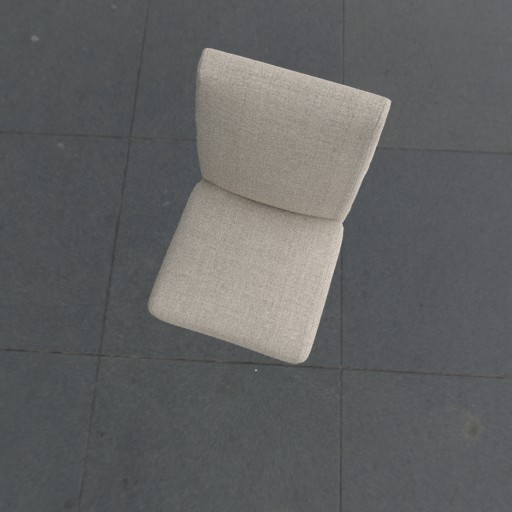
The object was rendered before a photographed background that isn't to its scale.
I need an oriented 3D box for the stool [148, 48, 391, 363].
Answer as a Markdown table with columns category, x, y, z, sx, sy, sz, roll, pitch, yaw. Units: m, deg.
| category | x | y | z | sx | sy | sz | roll | pitch | yaw |
| --- | --- | --- | --- | --- | --- | --- | --- | --- | --- |
| stool | 0.000 | 0.000 | 1.391 | 0.483 | 1.106 | 0.569 | 17 | 76 | 4 |
